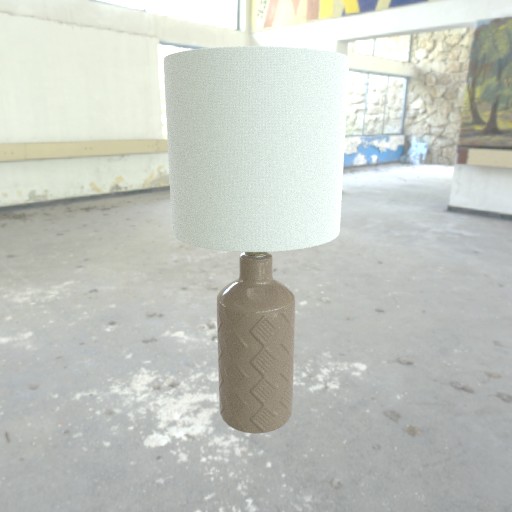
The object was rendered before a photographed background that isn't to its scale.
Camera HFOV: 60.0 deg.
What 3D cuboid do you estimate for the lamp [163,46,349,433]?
[{"bbox_3d":[0.000,0.000,0.567,0.207,0.461,0.207,-16,23,-42],"label":"lamp"}]
